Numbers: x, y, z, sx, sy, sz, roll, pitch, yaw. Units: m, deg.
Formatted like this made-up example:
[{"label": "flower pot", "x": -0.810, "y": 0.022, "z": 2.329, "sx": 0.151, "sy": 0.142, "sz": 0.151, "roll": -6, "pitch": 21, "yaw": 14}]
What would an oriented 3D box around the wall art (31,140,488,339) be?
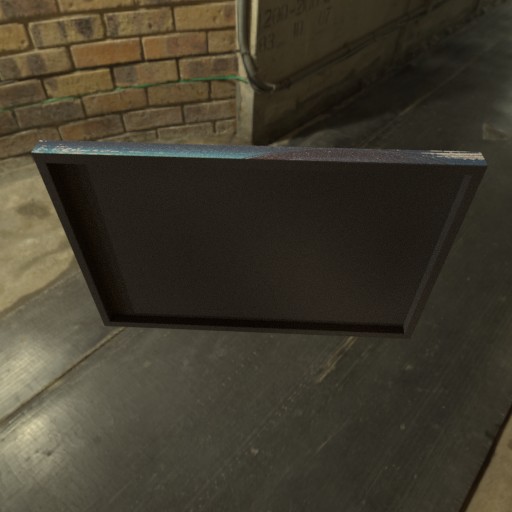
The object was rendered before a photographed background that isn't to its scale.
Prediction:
[{"label": "wall art", "x": 0.000, "y": 0.000, "z": 0.747, "sx": 0.609, "sy": 0.406, "sz": 0.033, "roll": 2, "pitch": 46, "yaw": 2}]
